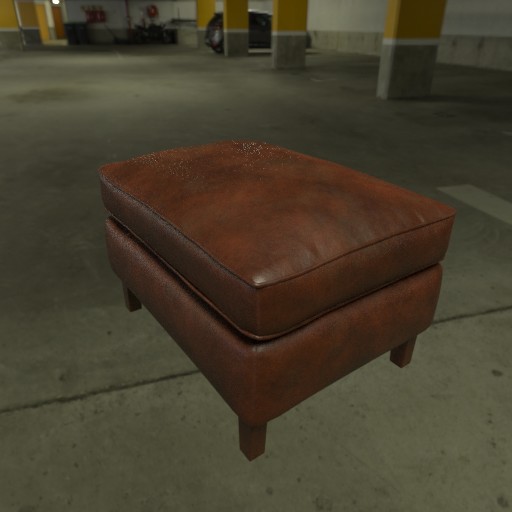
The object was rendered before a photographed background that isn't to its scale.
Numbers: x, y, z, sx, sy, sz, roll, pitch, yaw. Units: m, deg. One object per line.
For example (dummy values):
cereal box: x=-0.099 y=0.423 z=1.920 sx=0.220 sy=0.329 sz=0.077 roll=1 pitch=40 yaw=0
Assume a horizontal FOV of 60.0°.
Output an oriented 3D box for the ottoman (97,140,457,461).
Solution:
ottoman: x=0.000 y=0.000 z=0.990 sx=0.501 sy=0.432 sz=0.665 roll=-18 pitch=33 yaw=-31
